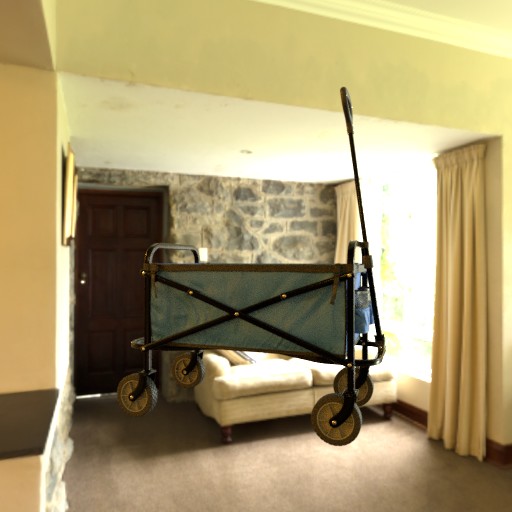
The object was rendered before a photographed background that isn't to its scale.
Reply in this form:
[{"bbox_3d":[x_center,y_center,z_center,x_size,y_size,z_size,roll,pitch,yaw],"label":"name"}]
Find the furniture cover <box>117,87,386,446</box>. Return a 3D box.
[{"bbox_3d":[0.000,0.000,1.853,1.038,1.295,0.532,0,-1,20],"label":"furniture cover"}]
